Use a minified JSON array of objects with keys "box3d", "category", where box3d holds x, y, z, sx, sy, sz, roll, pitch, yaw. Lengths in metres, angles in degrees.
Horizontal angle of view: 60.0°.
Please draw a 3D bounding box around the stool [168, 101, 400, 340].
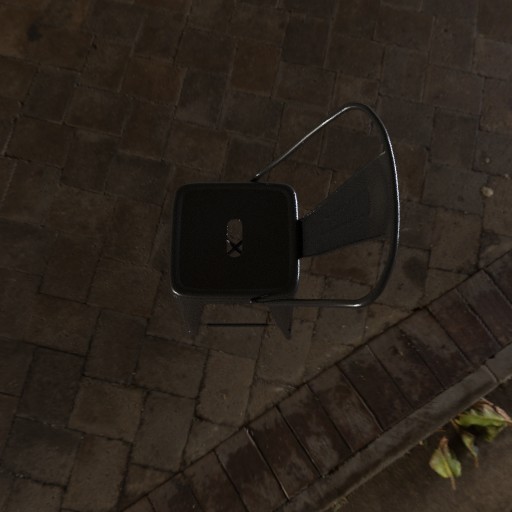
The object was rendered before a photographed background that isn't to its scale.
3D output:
[{"box3d":[0.000,0.000,1.309,0.528,1.022,0.432,0,76,0],"category":"stool"}]
